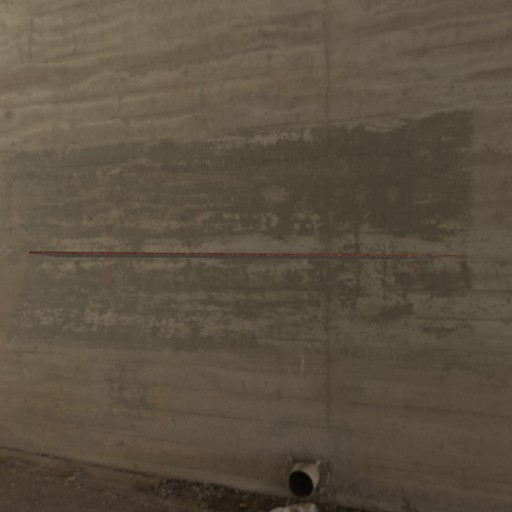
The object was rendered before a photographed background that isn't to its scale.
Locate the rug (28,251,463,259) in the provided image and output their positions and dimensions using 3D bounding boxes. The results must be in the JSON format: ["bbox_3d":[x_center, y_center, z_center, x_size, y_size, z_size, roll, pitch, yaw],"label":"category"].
[{"bbox_3d":[0.000,0.000,2.759,2.471,0.013,0.914,1,-2,-19],"label":"rug"}]
